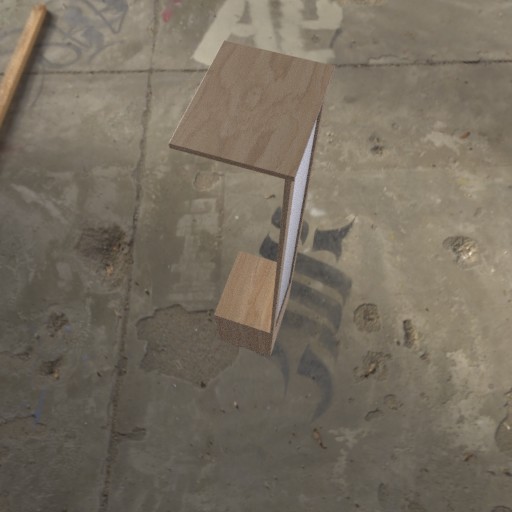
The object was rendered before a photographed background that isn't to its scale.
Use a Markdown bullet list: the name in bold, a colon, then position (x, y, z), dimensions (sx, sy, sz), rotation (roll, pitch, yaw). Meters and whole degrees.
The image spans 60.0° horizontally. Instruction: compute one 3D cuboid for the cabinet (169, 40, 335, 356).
- **cabinet**: position (0.000, 0.000, 2.043), dimensions (0.338, 1.879, 0.411), rotation (17, 65, 8)
